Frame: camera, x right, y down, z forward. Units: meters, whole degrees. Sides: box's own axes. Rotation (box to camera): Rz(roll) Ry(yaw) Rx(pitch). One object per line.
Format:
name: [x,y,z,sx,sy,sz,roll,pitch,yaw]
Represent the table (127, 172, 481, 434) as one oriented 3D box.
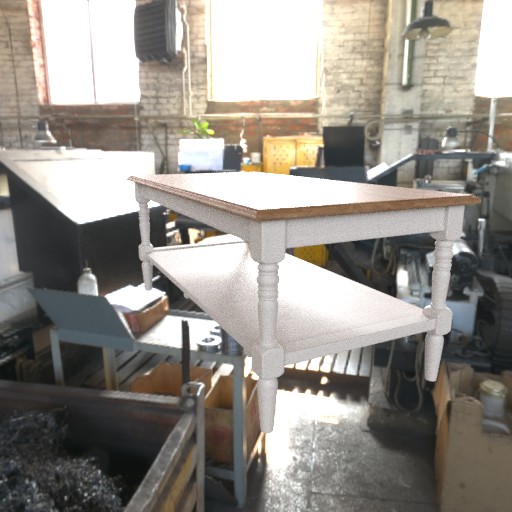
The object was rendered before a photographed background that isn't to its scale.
table: [0.000,0.000,1.397,0.559,0.458,1.118,-7,15,-26]
